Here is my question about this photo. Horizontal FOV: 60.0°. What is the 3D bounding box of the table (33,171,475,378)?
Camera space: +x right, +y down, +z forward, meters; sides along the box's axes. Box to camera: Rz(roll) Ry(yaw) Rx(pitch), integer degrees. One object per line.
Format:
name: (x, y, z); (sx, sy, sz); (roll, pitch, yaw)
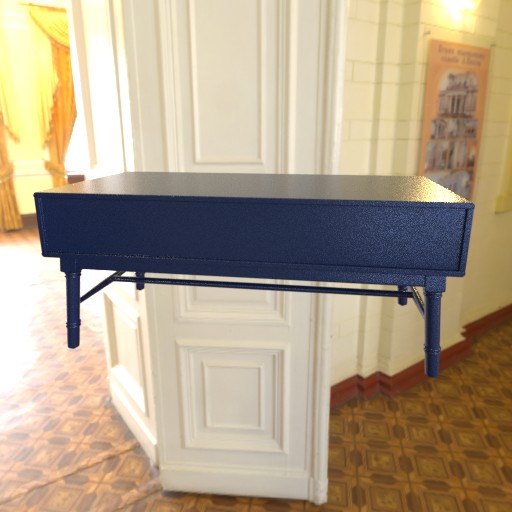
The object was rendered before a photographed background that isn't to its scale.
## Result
table: (0.000, 0.000, 1.388); (1.067, 0.457, 0.572); (3, 16, 9)
